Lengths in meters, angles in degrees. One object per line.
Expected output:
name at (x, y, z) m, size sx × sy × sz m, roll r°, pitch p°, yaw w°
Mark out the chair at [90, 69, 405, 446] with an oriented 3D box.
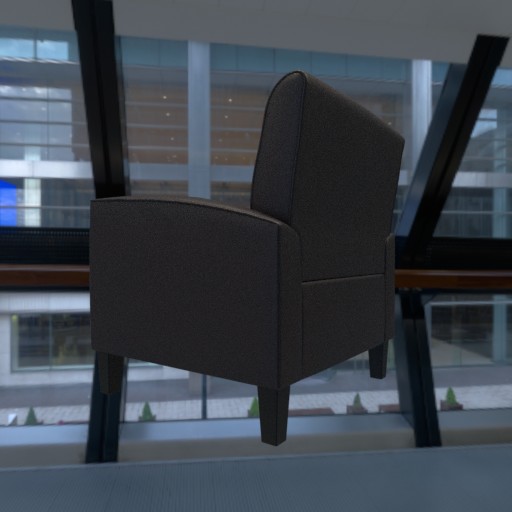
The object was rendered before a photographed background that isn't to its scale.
chair at (0.000, 0.000, 1.568) m, size 0.819 × 0.916 × 0.820 m, roll 0°, pitch 1°, yaw 36°
